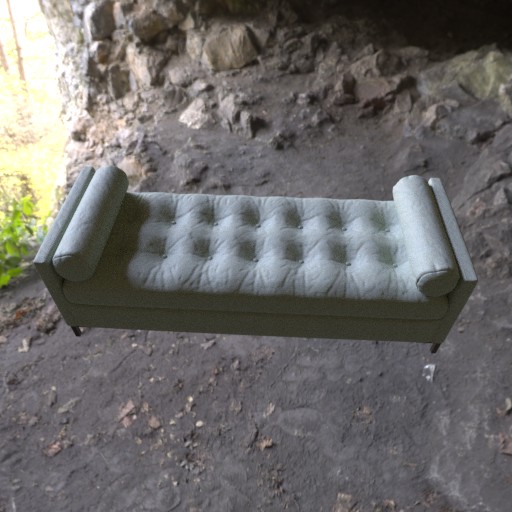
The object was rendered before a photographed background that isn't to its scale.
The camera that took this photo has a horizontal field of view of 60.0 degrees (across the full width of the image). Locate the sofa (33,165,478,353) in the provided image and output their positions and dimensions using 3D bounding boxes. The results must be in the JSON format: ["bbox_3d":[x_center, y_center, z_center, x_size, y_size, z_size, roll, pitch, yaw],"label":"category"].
[{"bbox_3d":[0.000,0.000,2.521,2.102,0.705,0.796,2,47,2],"label":"sofa"}]
